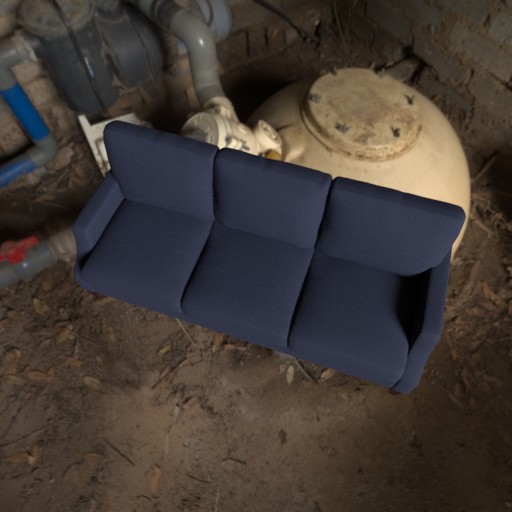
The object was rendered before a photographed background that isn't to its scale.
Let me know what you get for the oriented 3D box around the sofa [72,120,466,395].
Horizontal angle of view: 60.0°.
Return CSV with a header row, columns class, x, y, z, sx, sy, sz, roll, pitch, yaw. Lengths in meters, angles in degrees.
class,x,y,z,sx,sy,sz,roll,pitch,yaw
sofa,0.000,0.000,2.617,2.115,0.984,0.888,16,60,10
